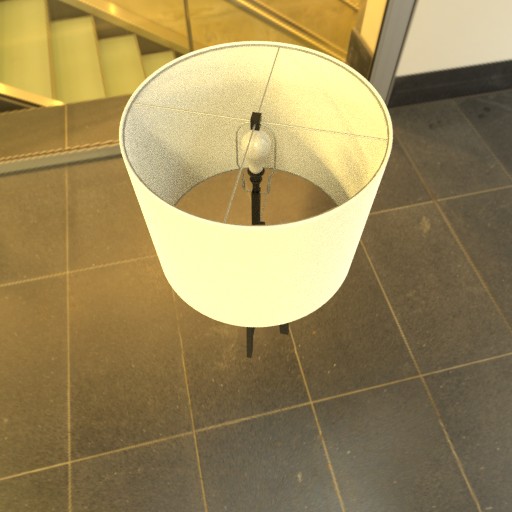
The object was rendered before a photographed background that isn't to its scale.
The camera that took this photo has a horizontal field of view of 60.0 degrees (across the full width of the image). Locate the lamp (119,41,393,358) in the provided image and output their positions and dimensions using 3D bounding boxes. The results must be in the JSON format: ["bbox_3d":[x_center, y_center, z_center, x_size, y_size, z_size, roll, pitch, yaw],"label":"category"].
[{"bbox_3d":[0.000,0.000,0.624,0.257,0.489,0.257,-29,62,-17],"label":"lamp"}]
